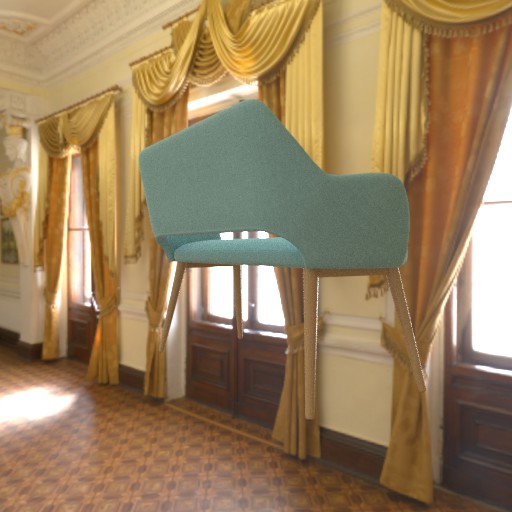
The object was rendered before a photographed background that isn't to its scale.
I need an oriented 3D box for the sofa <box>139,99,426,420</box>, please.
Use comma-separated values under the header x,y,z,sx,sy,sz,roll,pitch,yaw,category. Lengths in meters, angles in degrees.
x,y,z,sx,sy,sz,roll,pitch,yaw,category
0.000,0.000,1.629,0.610,0.840,1.150,-1,1,-36,sofa
